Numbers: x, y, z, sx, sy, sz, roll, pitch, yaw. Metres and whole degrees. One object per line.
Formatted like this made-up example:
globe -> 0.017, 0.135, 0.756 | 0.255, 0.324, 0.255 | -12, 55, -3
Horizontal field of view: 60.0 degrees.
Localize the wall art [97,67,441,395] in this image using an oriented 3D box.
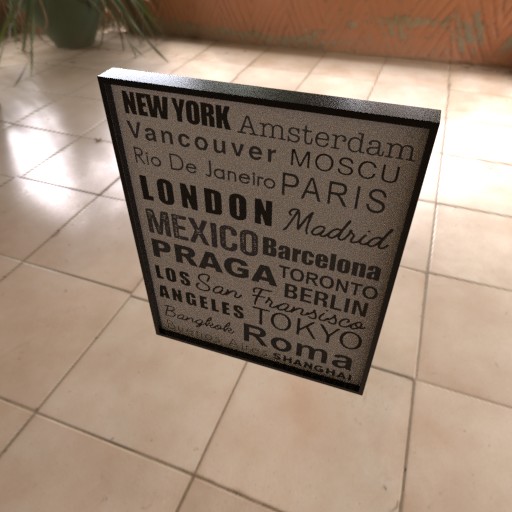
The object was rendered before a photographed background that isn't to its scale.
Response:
wall art -> 0.000, 0.000, 0.742 | 0.448, 0.551, 0.038 | 13, 43, 15
